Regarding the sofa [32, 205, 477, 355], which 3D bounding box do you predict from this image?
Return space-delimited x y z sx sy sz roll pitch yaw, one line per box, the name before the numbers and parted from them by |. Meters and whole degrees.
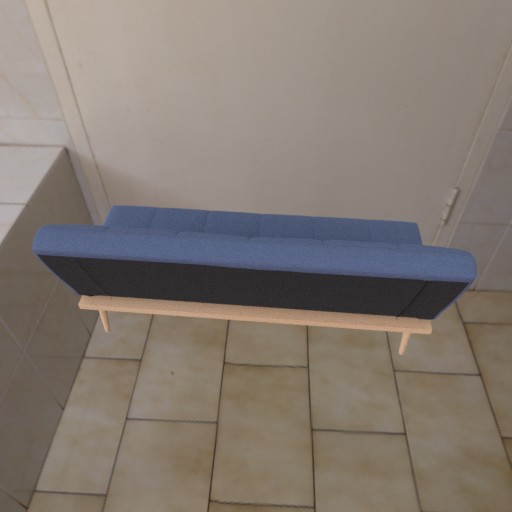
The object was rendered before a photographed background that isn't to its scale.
sofa | 0.000 0.000 2.269 1.800 0.800 0.796 4 46 4
